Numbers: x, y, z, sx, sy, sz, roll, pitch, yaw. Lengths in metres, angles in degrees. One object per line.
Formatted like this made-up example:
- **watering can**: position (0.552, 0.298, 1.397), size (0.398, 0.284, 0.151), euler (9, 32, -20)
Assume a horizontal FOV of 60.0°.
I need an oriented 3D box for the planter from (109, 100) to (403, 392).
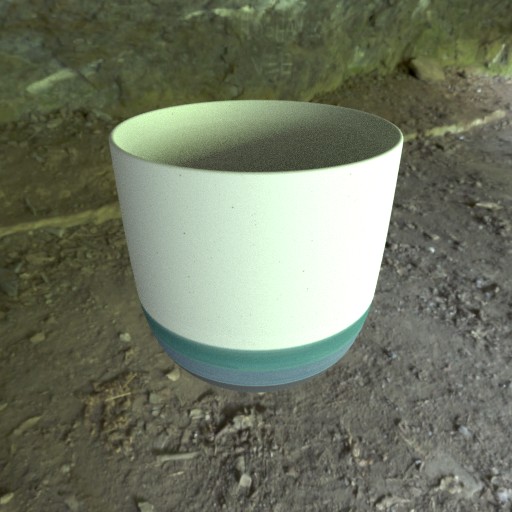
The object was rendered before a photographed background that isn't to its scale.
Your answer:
- **planter**: position (0.000, 0.000, 0.371), size (0.204, 0.214, 0.204), euler (0, 30, 0)
